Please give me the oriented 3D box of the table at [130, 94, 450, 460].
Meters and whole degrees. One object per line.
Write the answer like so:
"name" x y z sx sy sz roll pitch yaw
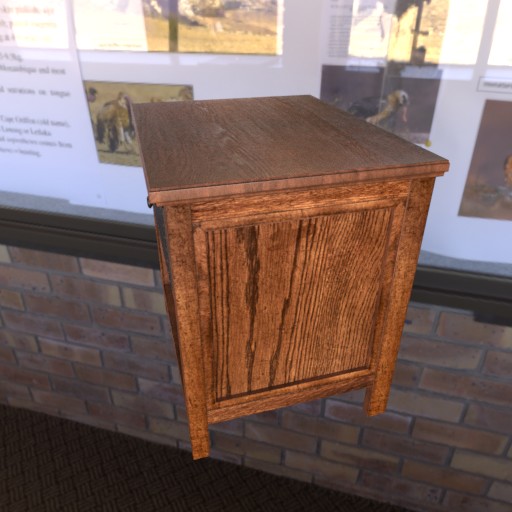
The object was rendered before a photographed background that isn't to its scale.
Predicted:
"table" 0.000 0.000 1.025 0.461 0.597 0.586 -8 31 -14
